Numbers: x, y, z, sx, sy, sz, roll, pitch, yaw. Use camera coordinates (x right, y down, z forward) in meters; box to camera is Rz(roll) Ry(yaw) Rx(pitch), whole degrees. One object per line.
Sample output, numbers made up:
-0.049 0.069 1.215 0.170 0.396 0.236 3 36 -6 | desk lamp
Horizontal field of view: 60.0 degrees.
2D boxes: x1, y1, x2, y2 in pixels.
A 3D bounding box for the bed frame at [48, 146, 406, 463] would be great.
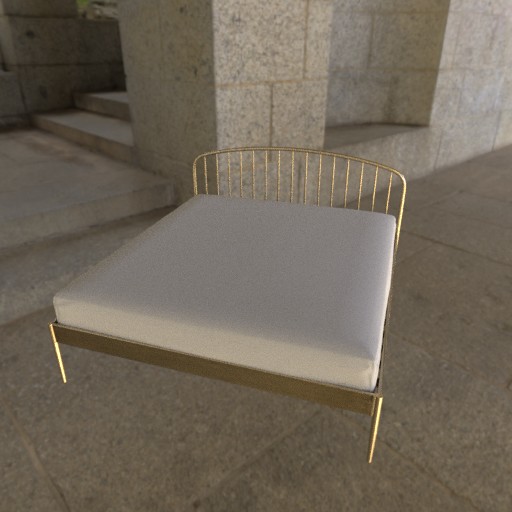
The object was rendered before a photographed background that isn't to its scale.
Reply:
0.000 0.000 3.315 2.016 1.174 2.152 8 27 16 | bed frame
